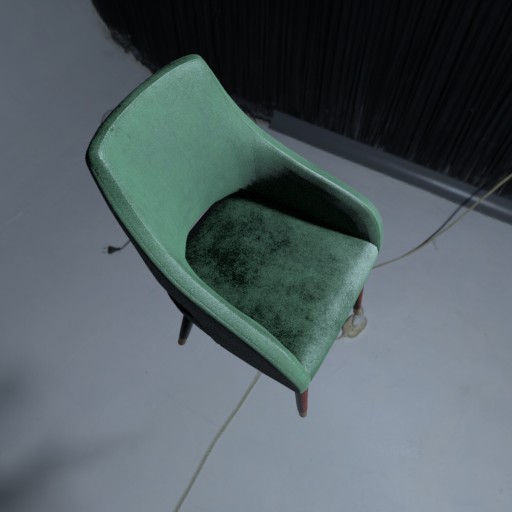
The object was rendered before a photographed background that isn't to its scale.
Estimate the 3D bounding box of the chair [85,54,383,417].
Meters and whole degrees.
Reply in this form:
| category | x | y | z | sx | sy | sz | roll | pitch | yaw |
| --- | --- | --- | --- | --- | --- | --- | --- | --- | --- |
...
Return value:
| category | x | y | z | sx | sy | sz | roll | pitch | yaw |
| --- | --- | --- | --- | --- | --- | --- | --- | --- | --- |
| chair | 0.000 | 0.000 | 1.558 | 0.794 | 1.081 | 0.683 | 27 | 63 | 16 |
